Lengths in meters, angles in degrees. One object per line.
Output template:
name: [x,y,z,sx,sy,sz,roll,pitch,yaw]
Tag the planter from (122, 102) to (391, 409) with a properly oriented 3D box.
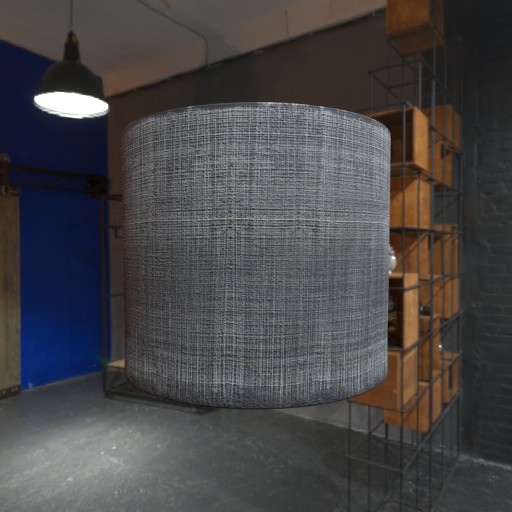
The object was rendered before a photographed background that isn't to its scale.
planter: [0.000,0.000,0.440,0.254,0.221,0.254,0,1,0]
